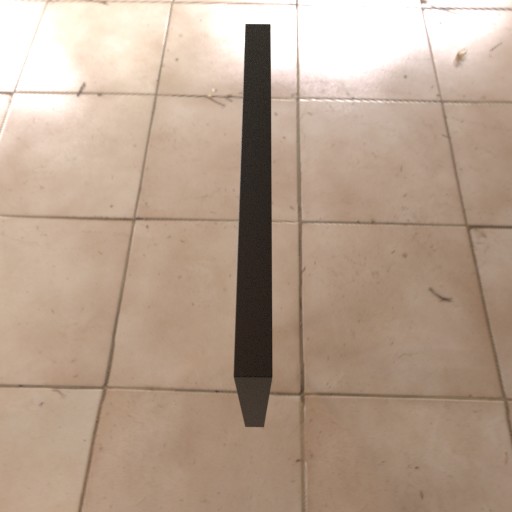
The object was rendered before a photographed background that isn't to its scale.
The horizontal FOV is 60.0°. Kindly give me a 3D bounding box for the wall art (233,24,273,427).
[{"bbox_3d":[0.000,0.000,0.762,0.037,0.506,0.506,1,64,0],"label":"wall art"}]
